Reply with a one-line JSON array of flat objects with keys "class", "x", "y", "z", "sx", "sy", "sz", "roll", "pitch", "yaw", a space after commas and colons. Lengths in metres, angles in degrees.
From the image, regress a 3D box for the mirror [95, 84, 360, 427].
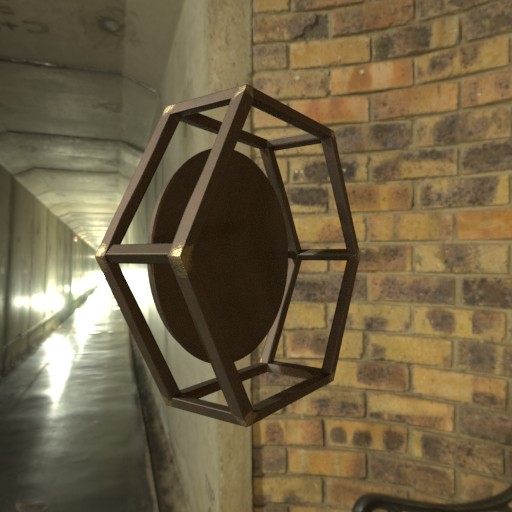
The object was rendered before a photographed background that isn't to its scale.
[{"class": "mirror", "x": 0.000, "y": 0.000, "z": 0.545, "sx": 0.119, "sy": 0.334, "sz": 0.380, "roll": 0, "pitch": 0, "yaw": 35}]
